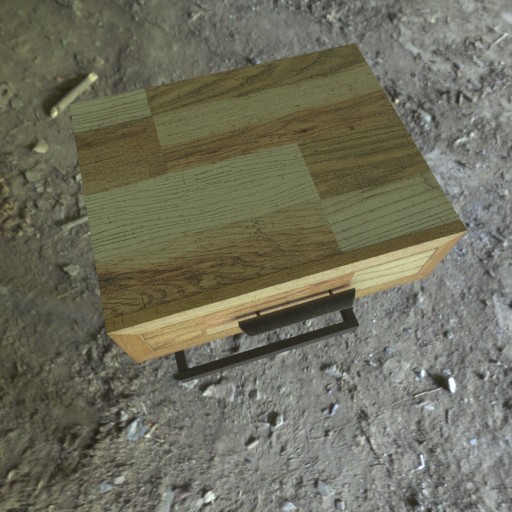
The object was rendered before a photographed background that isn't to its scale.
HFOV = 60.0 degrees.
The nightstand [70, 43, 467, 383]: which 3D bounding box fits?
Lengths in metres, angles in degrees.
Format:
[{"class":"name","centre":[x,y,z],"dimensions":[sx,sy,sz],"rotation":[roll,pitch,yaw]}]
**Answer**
[{"class":"nightstand","centre":[0.000,0.000,1.015],"dimensions":[0.558,0.632,0.481],"rotation":[-15,65,-7]}]
